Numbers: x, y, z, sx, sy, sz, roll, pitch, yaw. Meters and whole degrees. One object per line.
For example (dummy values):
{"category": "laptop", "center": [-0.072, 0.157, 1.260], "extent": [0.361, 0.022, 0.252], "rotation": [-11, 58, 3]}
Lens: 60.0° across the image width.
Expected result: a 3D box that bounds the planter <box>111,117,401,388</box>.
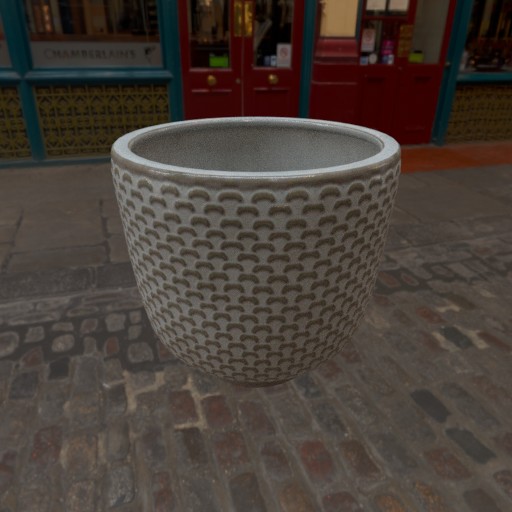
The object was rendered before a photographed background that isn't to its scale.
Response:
{"category": "planter", "center": [0.000, 0.000, 0.305], "extent": [0.173, 0.160, 0.173], "rotation": [0, 26, 0]}
